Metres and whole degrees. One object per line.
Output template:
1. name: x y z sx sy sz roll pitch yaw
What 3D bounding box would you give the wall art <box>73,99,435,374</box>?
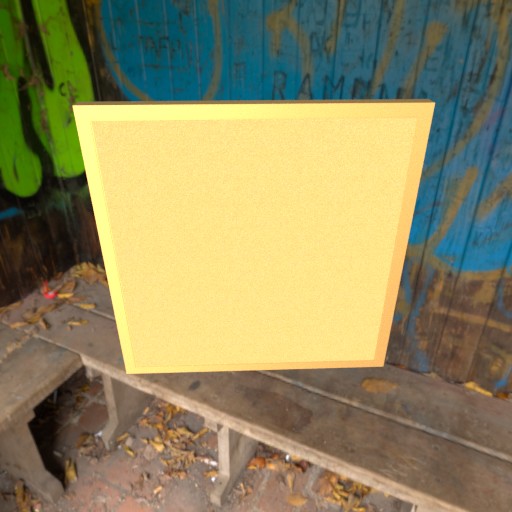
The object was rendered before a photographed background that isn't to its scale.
1. wall art: 0.000 0.000 2.883 1.926 1.926 0.099 -1 30 -2
